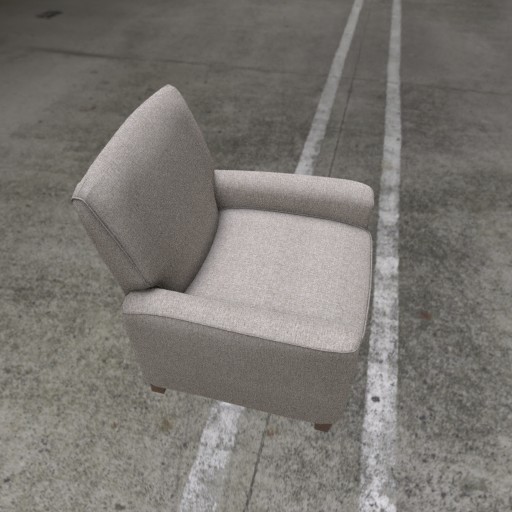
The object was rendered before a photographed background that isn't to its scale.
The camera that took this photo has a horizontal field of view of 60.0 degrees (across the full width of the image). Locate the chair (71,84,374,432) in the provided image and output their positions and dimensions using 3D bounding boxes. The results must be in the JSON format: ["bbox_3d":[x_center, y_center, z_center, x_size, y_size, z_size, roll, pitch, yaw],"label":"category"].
[{"bbox_3d":[0.000,0.000,1.646,0.864,1.014,0.848,10,46,9],"label":"chair"}]
